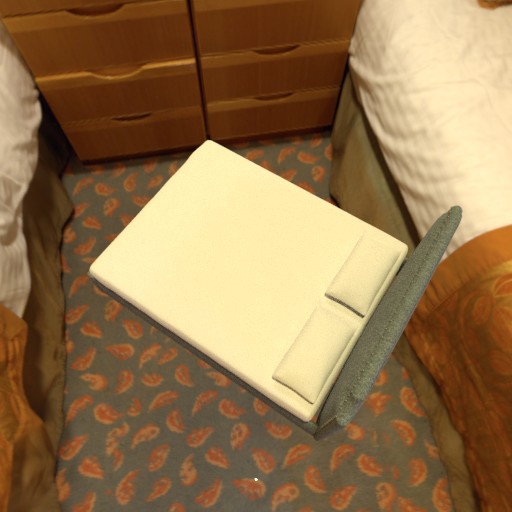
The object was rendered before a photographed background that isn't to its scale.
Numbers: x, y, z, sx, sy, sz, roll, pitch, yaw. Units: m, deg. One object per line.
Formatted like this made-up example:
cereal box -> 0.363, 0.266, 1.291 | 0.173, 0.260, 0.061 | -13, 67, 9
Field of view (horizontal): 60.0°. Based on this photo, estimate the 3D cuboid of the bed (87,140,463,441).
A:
bed -> 0.000, 0.000, 3.555 | 2.372, 1.443, 1.712 | 31, 67, 14
